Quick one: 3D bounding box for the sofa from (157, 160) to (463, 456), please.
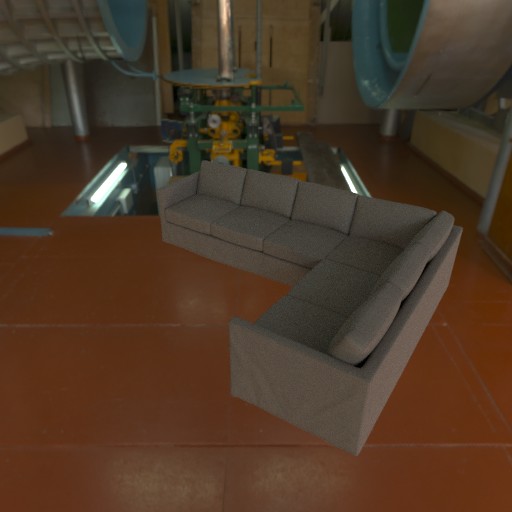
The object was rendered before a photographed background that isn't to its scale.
[{"bbox_3d":[0.000,0.000,4.262,3.182,0.871,2.432,18,35,29],"label":"sofa"}]
